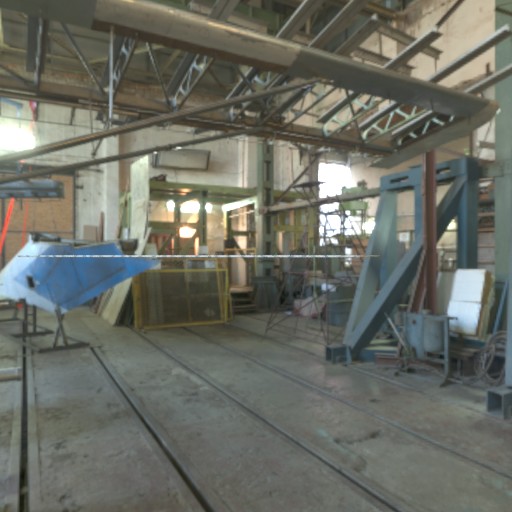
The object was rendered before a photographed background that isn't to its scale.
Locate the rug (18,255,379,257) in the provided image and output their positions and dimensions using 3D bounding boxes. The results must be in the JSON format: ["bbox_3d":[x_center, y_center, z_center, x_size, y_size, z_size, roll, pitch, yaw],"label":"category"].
[{"bbox_3d":[0.000,0.000,2.963,1.526,0.008,2.441,0,0,17],"label":"rug"}]
